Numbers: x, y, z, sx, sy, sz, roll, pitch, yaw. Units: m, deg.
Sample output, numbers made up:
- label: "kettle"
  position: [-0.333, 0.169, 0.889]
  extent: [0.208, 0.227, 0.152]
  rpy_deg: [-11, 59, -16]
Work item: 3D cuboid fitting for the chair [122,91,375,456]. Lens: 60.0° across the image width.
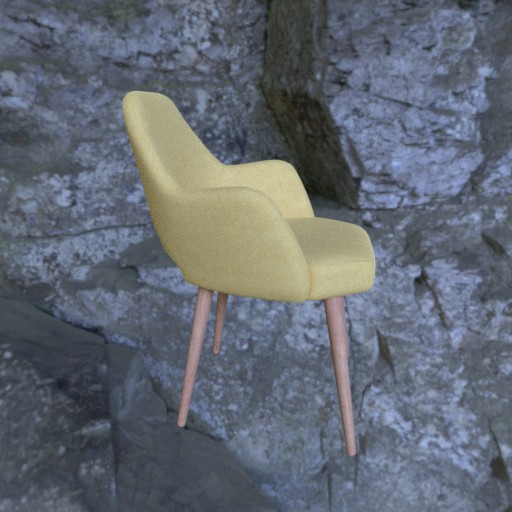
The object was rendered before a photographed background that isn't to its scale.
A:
- label: "chair"
  position: [0.000, 0.000, 1.204]
  extent: [0.610, 0.840, 0.590]
  rpy_deg: [3, 18, 9]
